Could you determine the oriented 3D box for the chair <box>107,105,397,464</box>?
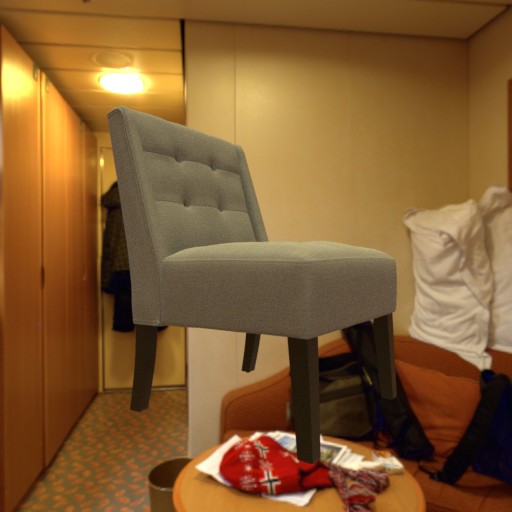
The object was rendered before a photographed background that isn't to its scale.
[{"bbox_3d":[0.000,0.000,1.299,0.676,0.853,0.569,0,0,35],"label":"chair"}]
